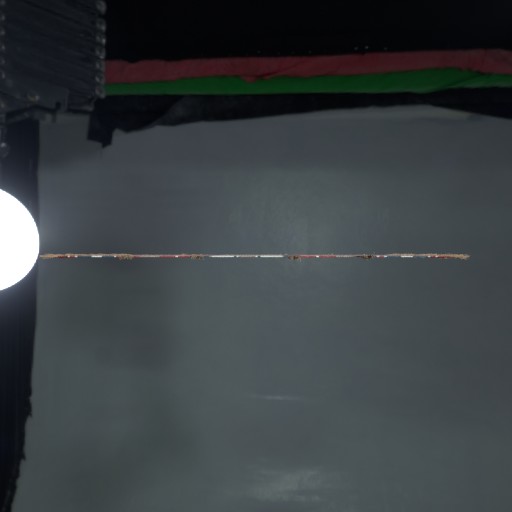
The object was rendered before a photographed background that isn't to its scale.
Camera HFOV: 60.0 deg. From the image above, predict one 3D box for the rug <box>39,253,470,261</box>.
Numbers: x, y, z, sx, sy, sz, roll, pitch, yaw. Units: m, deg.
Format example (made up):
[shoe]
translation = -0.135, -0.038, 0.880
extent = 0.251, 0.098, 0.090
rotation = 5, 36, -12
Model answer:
[rug]
translation = 0.000, 0.000, 2.666
extent = 2.025, 0.040, 1.469
rotation = 0, 0, 1
